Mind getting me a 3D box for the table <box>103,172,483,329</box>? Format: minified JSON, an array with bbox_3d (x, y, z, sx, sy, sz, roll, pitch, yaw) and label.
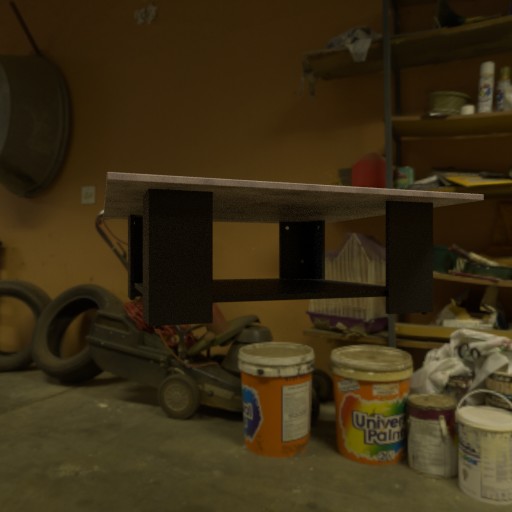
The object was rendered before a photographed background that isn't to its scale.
[{"bbox_3d":[0.000,0.000,1.377,0.890,0.305,0.890,0,0,-19],"label":"table"}]
